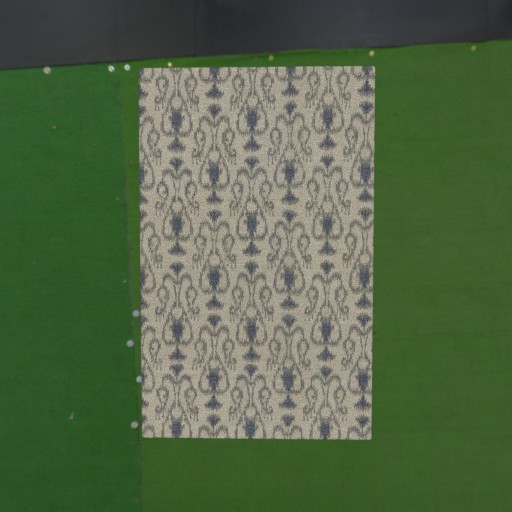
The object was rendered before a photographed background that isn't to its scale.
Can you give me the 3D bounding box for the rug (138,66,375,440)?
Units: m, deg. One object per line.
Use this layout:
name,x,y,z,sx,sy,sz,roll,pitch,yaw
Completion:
rug,0.000,0.000,1.968,1.035,0.006,1.652,0,92,1
